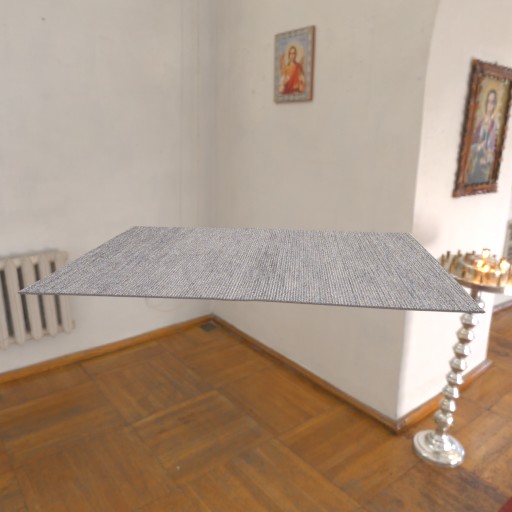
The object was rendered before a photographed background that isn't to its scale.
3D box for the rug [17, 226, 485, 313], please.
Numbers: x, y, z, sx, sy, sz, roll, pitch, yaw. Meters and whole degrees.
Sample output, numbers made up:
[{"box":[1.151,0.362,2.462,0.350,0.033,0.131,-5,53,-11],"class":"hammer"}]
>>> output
[{"box":[0.000,0.000,2.910,2.307,0.030,1.604,2,16,6],"class":"rug"}]
